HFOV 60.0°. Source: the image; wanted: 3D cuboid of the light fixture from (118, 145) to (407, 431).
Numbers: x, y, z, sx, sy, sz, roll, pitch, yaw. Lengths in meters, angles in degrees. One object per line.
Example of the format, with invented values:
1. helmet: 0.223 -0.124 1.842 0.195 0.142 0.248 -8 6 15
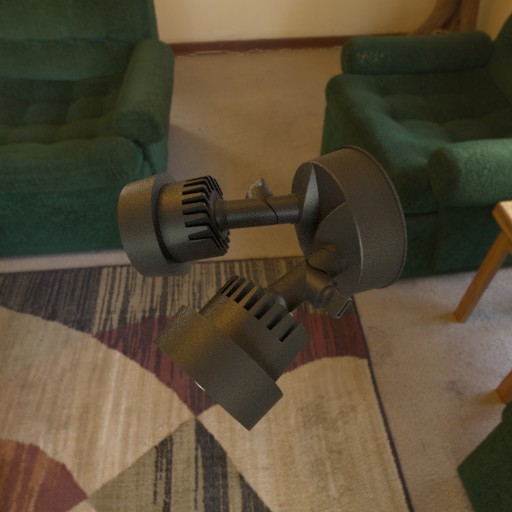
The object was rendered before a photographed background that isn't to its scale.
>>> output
1. light fixture: 0.000 0.000 0.312 0.168 0.120 0.213 -17 49 -16
